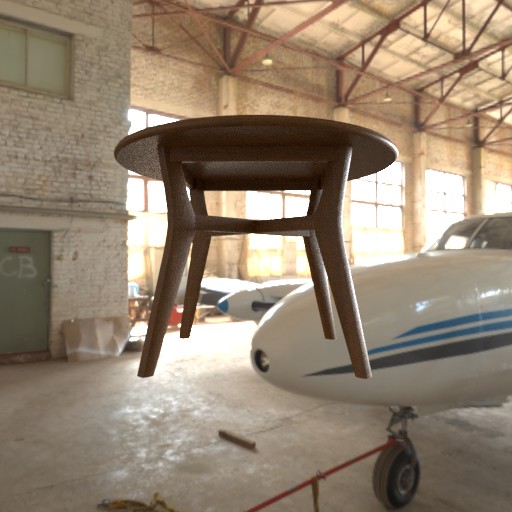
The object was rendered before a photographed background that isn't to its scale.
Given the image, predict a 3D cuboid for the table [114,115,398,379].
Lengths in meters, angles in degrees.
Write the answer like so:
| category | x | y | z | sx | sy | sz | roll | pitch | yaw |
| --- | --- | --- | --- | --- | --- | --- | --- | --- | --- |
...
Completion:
| category | x | y | z | sx | sy | sz | roll | pitch | yaw |
| --- | --- | --- | --- | --- | --- | --- | --- | --- | --- |
| table | 0.000 | 0.000 | 1.722 | 1.055 | 0.757 | 1.055 | 0 | -1 | 0 |
